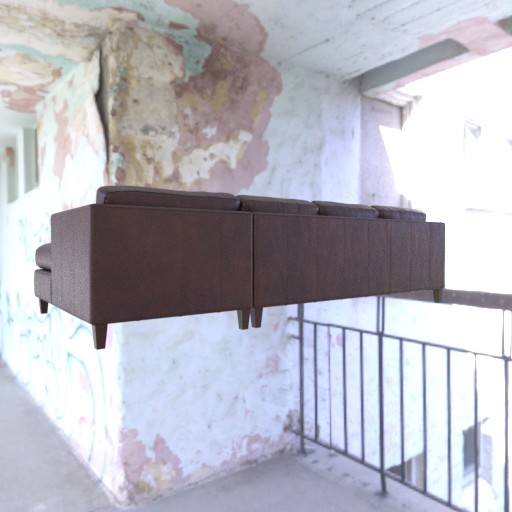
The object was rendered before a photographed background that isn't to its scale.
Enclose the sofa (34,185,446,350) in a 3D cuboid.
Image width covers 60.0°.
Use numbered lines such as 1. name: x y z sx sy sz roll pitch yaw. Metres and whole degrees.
1. sofa: 0.000 0.000 3.794 3.203 0.883 1.581 -1 2 -36
